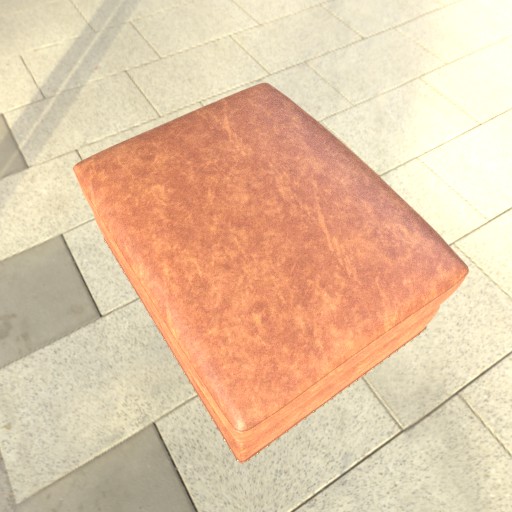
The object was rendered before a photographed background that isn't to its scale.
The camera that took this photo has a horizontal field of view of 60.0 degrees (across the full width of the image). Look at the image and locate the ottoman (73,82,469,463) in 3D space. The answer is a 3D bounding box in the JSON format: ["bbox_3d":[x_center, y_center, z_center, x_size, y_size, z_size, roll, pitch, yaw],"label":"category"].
[{"bbox_3d":[0.000,0.000,1.115,0.586,0.486,0.742,-30,62,-18],"label":"ottoman"}]
